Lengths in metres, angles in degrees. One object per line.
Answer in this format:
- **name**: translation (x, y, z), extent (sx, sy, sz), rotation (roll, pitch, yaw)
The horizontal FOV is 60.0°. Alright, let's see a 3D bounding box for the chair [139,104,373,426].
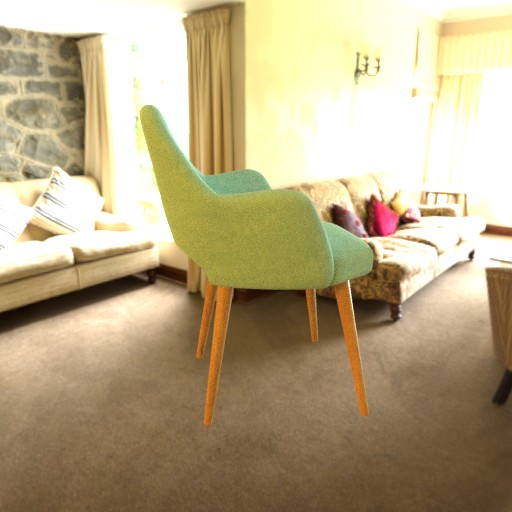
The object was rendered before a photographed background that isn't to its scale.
- **chair**: translation (0.000, 0.000, 1.312), extent (0.610, 0.840, 0.590), rotation (-3, 16, -10)
